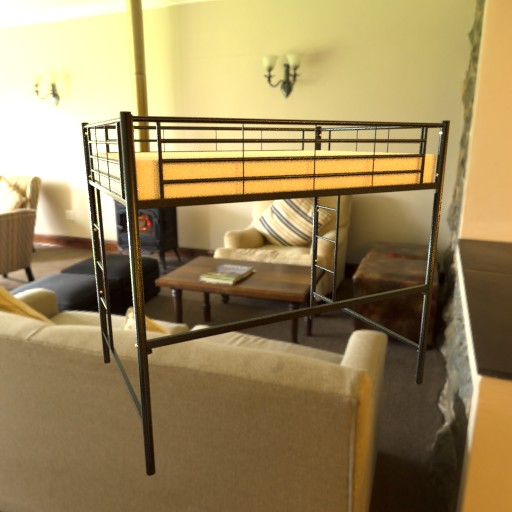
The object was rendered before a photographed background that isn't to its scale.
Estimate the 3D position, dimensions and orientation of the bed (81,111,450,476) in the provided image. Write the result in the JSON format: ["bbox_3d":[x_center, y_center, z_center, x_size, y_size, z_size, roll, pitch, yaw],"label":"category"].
[{"bbox_3d":[0.000,0.000,3.104,1.994,1.803,1.397,-7,16,-26],"label":"bed"}]
